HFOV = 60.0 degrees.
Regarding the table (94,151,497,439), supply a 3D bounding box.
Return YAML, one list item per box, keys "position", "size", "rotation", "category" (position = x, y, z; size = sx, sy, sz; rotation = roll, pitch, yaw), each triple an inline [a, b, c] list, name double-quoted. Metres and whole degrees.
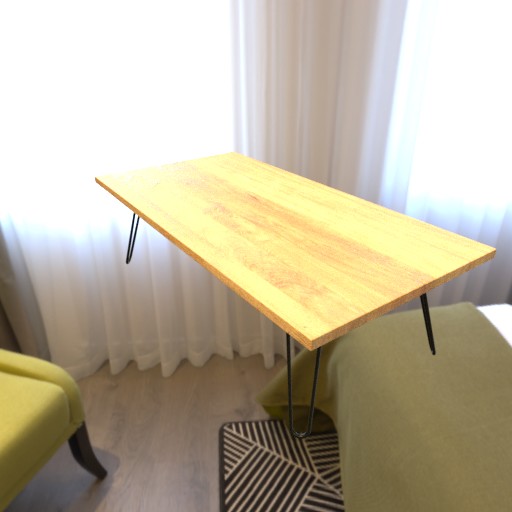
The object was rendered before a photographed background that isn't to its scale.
- position: [0.000, 0.000, 1.641]
  size: [0.699, 0.400, 1.348]
  rotation: [-18, 33, -31]
  category: "table"
